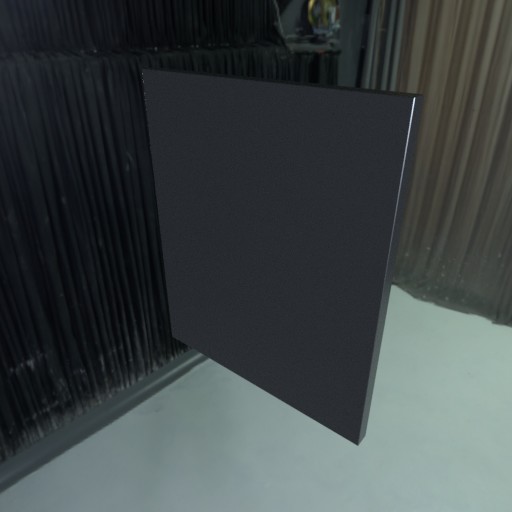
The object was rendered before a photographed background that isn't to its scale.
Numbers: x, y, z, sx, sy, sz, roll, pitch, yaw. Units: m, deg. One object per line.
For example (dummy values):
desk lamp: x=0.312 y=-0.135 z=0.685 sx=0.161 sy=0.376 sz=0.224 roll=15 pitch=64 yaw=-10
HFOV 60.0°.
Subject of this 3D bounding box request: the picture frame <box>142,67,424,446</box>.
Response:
picture frame: x=0.000 y=0.000 z=0.745 sx=0.460 sy=0.556 sz=0.028 roll=21 pitch=35 yaw=33
